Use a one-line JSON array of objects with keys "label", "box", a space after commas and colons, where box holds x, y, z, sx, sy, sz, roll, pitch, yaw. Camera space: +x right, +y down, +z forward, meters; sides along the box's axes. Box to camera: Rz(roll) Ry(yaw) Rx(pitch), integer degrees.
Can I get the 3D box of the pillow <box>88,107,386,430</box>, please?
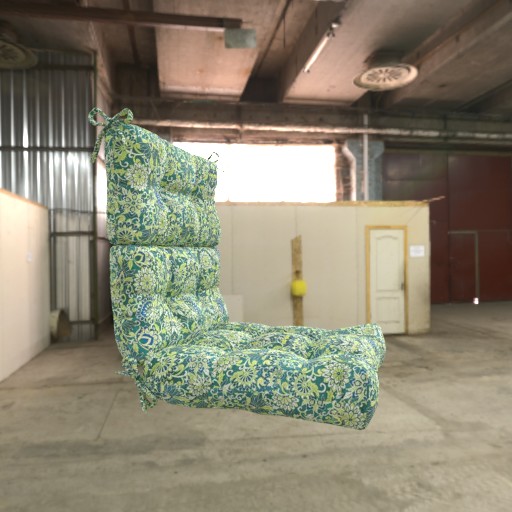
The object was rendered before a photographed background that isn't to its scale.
[{"label": "pillow", "box": [0.000, 0.000, 1.034, 0.571, 0.605, 0.519, 0, 1, 18]}]
